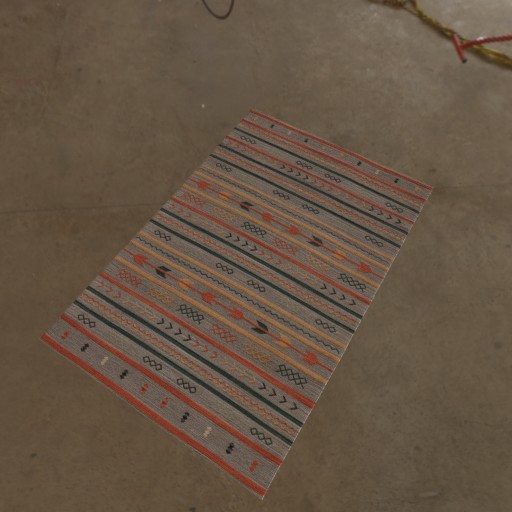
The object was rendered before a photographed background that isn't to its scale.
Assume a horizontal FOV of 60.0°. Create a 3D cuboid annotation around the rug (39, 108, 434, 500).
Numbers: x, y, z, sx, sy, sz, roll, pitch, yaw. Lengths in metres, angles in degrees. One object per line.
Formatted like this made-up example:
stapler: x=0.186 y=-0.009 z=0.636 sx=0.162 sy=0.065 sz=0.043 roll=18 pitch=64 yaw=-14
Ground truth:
rug: x=0.000 y=0.000 z=2.272 sx=1.220 sy=0.017 sz=1.835 roll=28 pitch=63 yaw=16
